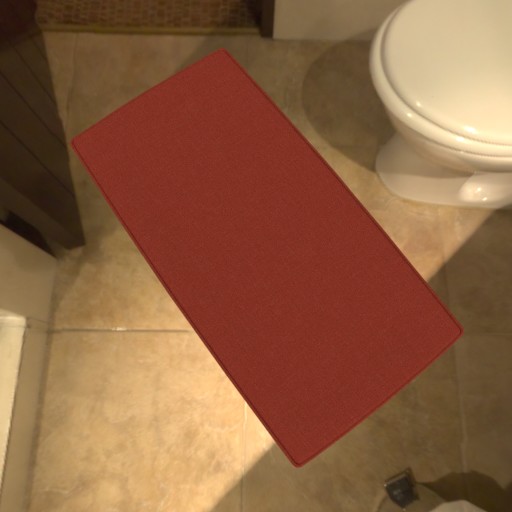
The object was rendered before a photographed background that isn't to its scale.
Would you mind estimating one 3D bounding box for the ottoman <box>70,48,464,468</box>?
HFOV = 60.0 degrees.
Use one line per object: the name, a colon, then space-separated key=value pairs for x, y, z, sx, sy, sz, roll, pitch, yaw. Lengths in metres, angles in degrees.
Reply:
ottoman: x=0.000 y=0.000 z=1.243 sx=0.497 sy=0.454 sz=0.948 roll=-35 pitch=78 yaw=-9
